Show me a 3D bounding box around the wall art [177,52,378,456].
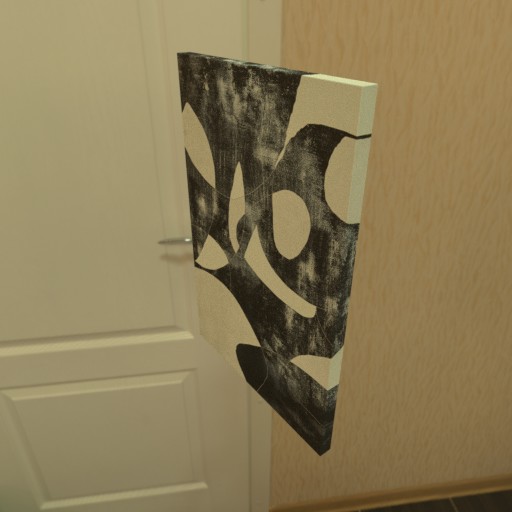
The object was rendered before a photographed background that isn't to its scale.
[{"bbox_3d":[0.000,0.000,1.147,0.041,0.915,0.610,-21,36,-31],"label":"wall art"}]
